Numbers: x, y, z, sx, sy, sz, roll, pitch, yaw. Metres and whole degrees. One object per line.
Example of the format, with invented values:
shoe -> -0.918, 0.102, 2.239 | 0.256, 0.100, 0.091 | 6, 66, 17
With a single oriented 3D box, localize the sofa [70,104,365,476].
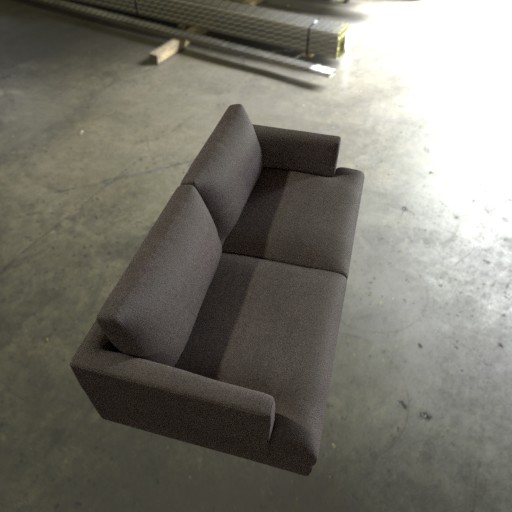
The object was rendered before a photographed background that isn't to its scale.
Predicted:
sofa -> 0.000, 0.000, 2.442 | 1.020, 0.868, 1.948 | 11, 48, 10
